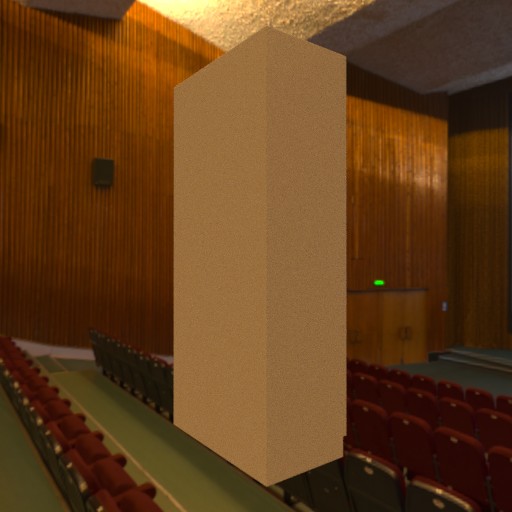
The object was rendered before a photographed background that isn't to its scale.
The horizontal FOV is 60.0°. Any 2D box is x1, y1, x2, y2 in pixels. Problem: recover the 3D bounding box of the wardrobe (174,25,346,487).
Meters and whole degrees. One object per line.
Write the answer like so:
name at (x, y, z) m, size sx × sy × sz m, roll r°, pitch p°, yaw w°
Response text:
wardrobe at (0.000, 0.000, 2.076) m, size 0.470 × 1.700 × 0.760 m, roll 0°, pitch 0°, yaw -37°
